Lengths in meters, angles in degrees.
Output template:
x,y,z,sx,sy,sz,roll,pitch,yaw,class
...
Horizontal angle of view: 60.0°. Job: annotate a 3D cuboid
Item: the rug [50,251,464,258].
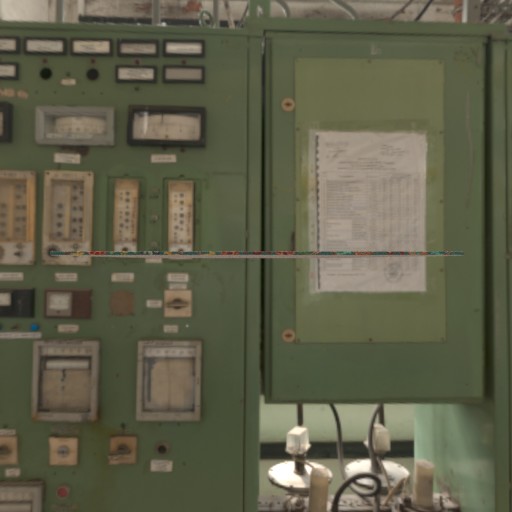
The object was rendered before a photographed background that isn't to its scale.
x,y,z,sx,sy,sz,roll,pitch,yaw,class
0.000,0.000,4.192,2.434,0.025,3.204,0,-1,0,rug
